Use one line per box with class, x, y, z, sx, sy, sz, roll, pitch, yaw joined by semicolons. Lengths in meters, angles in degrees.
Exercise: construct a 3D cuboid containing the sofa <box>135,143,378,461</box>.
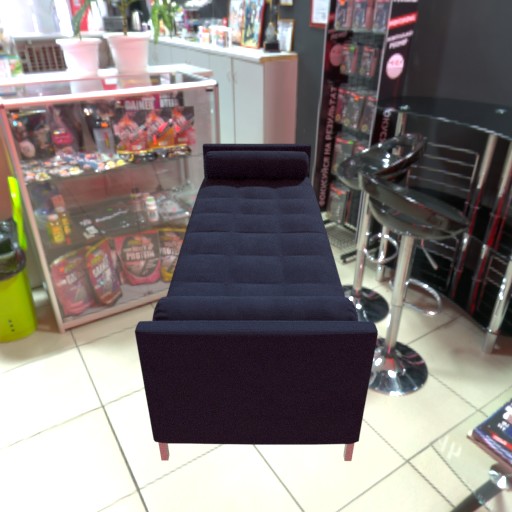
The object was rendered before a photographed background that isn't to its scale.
sofa;0.000;0.000;2.441;0.797;0.657;2.102;0;30;0
